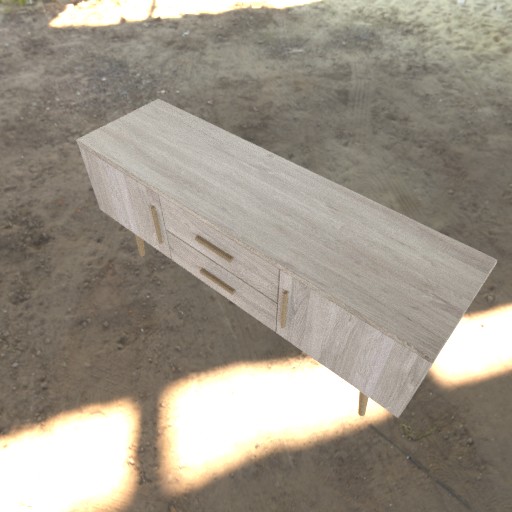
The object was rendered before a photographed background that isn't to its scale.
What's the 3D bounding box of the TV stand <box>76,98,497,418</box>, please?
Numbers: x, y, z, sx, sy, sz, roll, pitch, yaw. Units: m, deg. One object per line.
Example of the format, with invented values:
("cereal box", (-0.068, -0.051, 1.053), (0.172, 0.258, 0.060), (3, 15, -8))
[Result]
("TV stand", (0.000, 0.000, 1.539), (1.313, 0.565, 0.401), (32, 55, 26))
